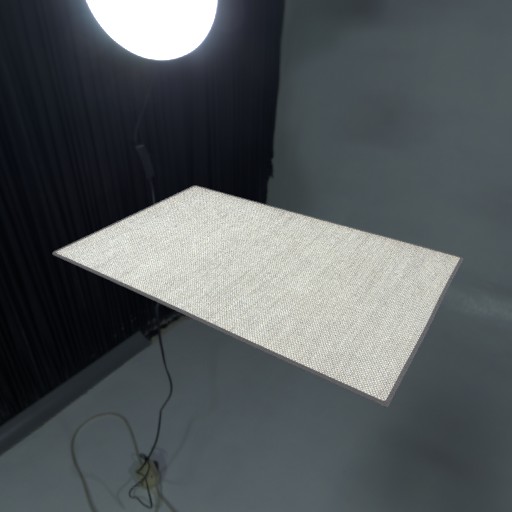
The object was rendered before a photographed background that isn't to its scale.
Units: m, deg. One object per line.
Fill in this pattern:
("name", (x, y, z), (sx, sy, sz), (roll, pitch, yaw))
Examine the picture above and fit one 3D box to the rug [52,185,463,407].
("rug", (0.000, 0.000, 2.129), (1.676, 0.013, 1.067), (19, 35, 29))
